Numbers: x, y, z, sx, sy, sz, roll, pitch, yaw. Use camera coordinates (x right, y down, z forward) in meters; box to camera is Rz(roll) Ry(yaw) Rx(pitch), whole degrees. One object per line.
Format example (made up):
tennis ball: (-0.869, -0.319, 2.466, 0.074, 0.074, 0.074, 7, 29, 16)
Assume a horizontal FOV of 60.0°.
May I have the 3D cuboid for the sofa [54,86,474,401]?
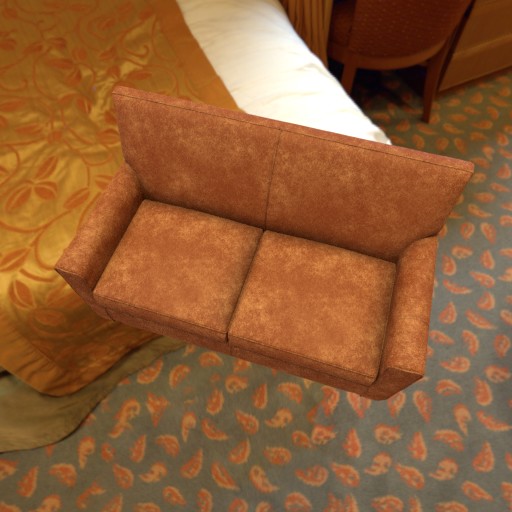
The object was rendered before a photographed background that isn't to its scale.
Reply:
sofa: (0.000, 0.000, 1.951, 1.473, 0.871, 0.787, 15, 61, 9)
